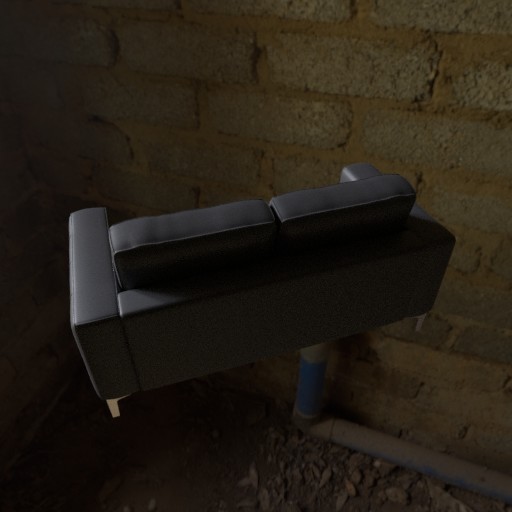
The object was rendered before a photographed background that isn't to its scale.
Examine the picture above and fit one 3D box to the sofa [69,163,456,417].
[{"bbox_3d":[0.000,0.000,2.240,1.726,0.893,0.833,-12,41,-14],"label":"sofa"}]
